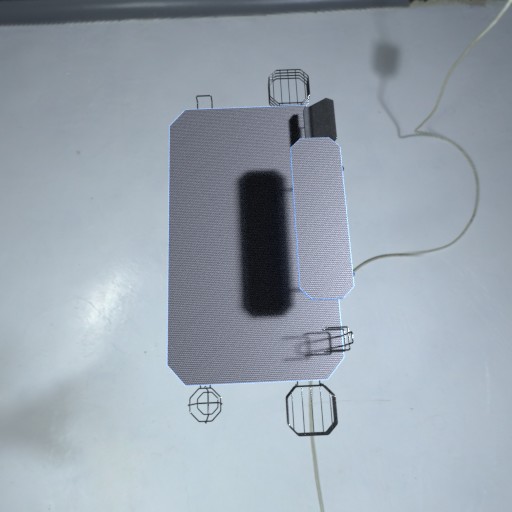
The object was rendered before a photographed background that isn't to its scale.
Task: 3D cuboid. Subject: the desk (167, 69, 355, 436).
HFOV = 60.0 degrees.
[{"bbox_3d":[0.000,0.000,1.786,0.594,0.909,1.295,-2,75,-1],"label":"desk"}]
